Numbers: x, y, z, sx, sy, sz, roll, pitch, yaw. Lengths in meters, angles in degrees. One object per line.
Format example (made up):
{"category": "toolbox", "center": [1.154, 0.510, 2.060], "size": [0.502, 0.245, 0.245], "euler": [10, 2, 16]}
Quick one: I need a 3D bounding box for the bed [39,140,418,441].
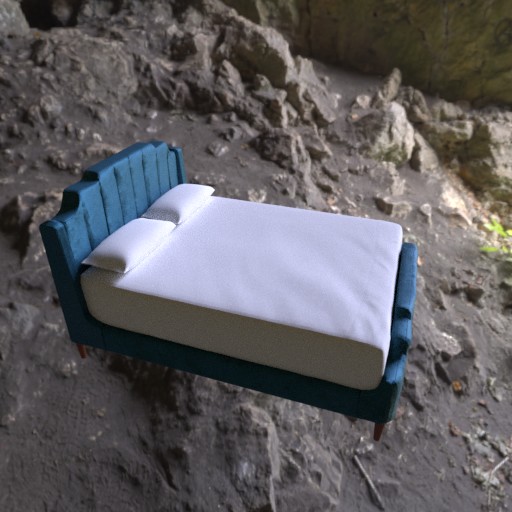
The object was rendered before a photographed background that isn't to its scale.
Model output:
{"category": "bed", "center": [0.000, 0.000, 3.355], "size": [2.322, 1.338, 1.678], "euler": [10, 33, 16]}
